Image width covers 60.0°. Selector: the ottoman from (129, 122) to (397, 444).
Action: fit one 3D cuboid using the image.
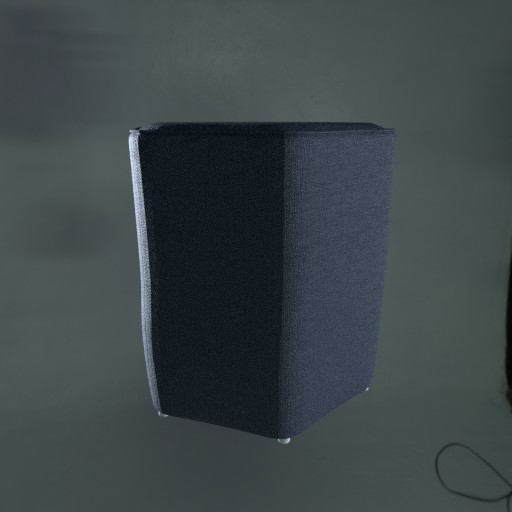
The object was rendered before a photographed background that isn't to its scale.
[{"bbox_3d":[0.000,0.000,0.874,0.454,0.505,0.492,-2,17,-8],"label":"ottoman"}]
